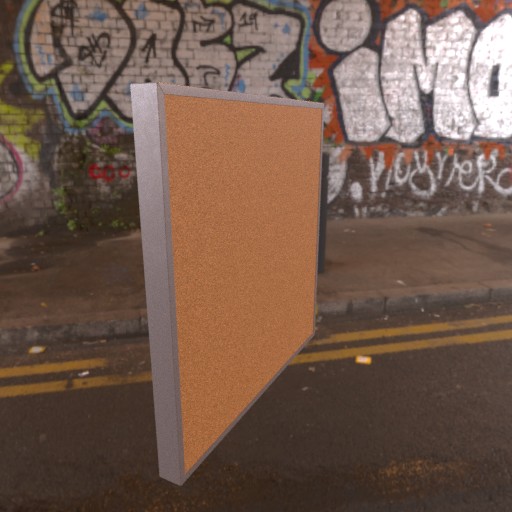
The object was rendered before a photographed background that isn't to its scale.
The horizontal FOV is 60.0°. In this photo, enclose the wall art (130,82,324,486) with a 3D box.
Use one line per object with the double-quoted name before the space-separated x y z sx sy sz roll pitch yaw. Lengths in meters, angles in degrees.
"wall art" 0.000 0.000 0.514 0.028 0.349 0.349 8 18 27
